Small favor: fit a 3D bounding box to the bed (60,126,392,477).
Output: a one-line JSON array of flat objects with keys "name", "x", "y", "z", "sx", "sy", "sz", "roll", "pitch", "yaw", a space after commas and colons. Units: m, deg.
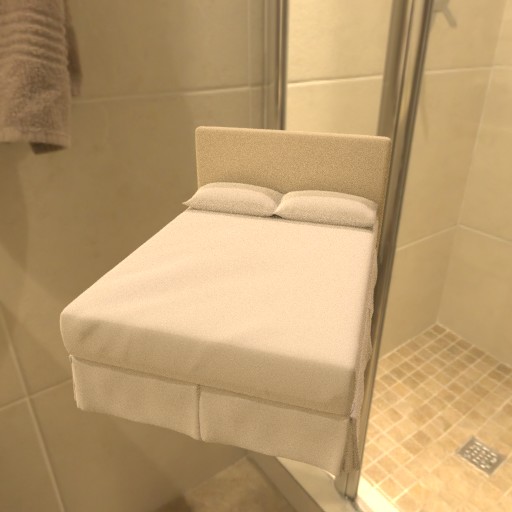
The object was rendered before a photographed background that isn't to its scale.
[{"name": "bed", "x": 0.000, "y": 0.000, "z": 3.073, "sx": 1.714, "sy": 1.330, "sz": 2.147, "roll": 8, "pitch": 28, "yaw": 15}]
